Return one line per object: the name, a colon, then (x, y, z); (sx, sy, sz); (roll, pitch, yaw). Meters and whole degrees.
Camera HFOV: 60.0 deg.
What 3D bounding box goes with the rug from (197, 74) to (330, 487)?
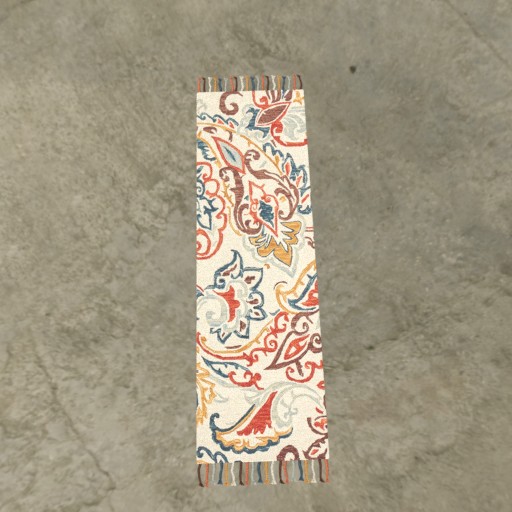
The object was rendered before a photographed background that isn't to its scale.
rug: (0.000, 0.000, 2.855); (0.763, 0.015, 2.682); (-2, 75, 0)
